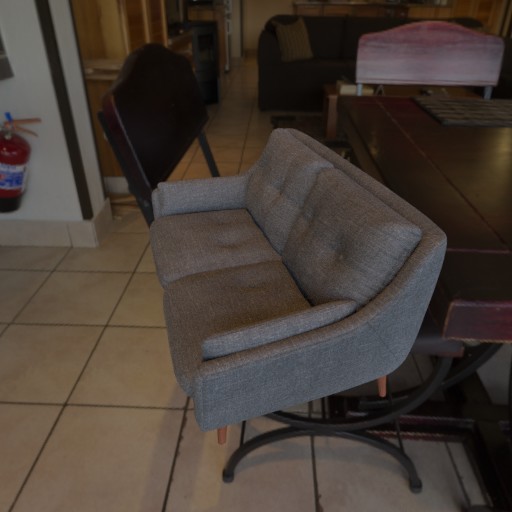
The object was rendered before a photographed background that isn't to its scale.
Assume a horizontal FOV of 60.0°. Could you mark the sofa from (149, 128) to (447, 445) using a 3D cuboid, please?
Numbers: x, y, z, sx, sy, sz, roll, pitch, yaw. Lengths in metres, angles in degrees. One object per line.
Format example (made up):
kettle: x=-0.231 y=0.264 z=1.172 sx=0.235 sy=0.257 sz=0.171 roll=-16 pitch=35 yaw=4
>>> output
sofa: x=0.000 y=0.000 z=2.202 sx=0.976 sy=0.887 sz=1.646 roll=-8 pitch=31 yaw=-14
